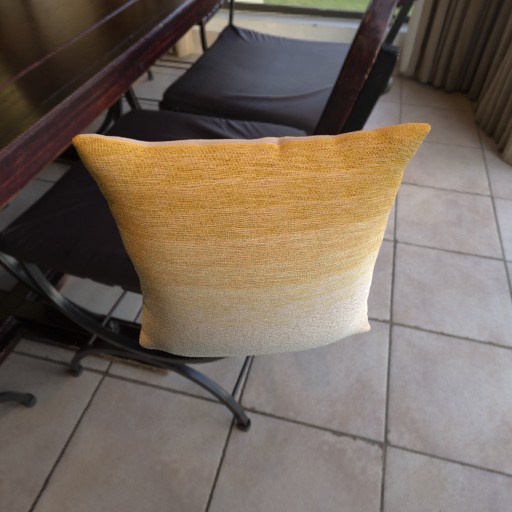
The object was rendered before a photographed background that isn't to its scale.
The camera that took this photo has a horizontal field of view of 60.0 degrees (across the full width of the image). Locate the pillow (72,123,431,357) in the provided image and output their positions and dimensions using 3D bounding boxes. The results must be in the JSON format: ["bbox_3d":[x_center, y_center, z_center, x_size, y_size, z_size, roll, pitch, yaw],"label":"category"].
[{"bbox_3d":[0.000,0.000,0.709,0.450,0.450,0.211,-3,45,-3],"label":"pillow"}]
